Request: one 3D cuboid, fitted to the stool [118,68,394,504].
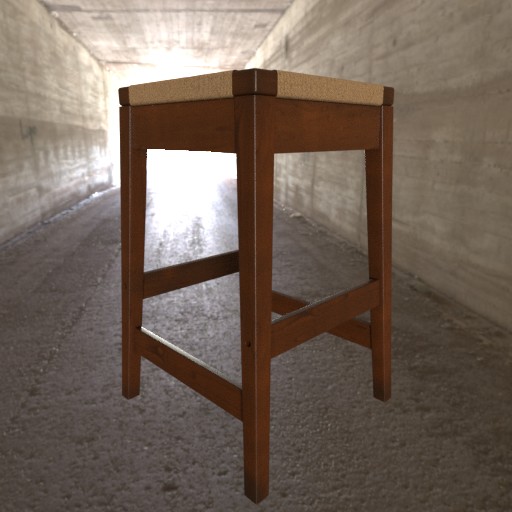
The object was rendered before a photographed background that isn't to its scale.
[{"bbox_3d":[0.000,0.000,1.062,0.497,0.762,0.507,-15,21,-43],"label":"stool"}]
